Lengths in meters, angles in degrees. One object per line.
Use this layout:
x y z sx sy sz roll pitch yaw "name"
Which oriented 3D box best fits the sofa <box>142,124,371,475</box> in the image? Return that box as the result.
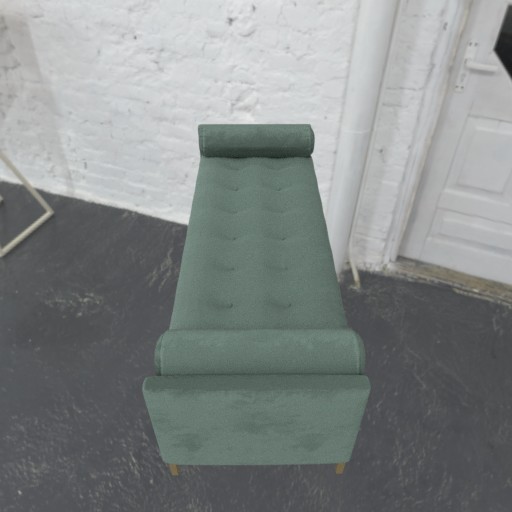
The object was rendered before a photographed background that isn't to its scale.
0.000 0.000 2.450 0.796 0.705 2.102 0 41 0 "sofa"
